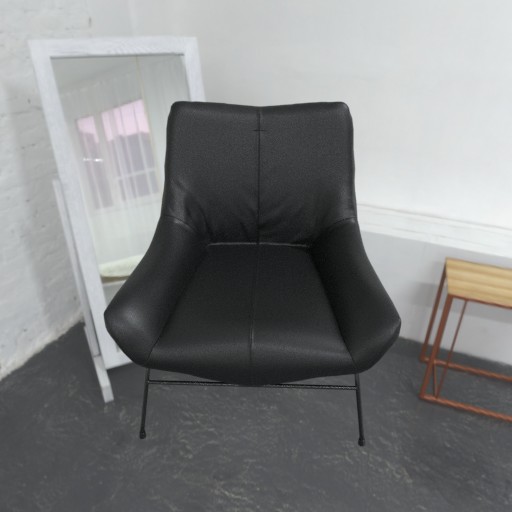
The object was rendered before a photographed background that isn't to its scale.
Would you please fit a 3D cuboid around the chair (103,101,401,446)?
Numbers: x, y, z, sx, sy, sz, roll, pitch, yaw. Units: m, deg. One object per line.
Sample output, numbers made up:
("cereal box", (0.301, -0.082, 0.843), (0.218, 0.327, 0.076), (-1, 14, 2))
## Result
("chair", (0.000, 0.000, 1.565), (0.836, 0.922, 0.826), (1, 30, 2))
